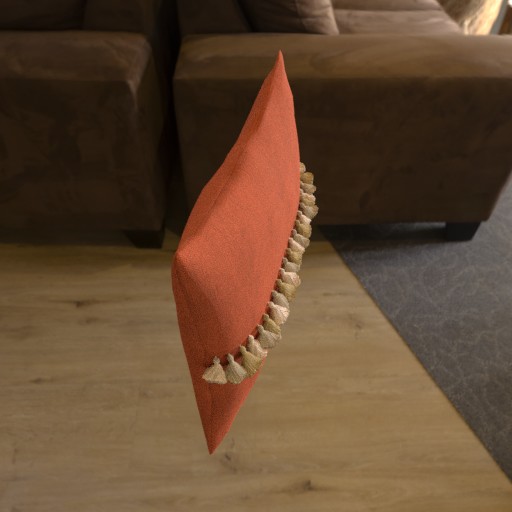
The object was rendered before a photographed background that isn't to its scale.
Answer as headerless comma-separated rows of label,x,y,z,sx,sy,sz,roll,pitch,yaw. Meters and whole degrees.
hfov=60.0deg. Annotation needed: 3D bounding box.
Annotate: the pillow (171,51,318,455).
pillow,0.000,0.000,0.727,0.165,0.482,0.490,11,48,10
